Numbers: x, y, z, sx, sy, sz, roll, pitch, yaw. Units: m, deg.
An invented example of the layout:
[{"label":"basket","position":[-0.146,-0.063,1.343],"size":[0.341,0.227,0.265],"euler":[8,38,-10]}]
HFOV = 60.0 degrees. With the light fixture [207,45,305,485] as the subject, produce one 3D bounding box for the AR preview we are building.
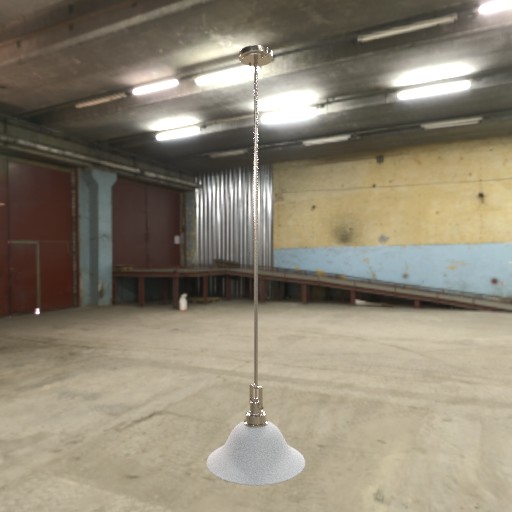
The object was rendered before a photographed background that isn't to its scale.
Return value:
[{"label":"light fixture","position":[0.000,0.000,1.472],"size":[0.324,1.354,0.324],"euler":[0,-1,-34]}]
